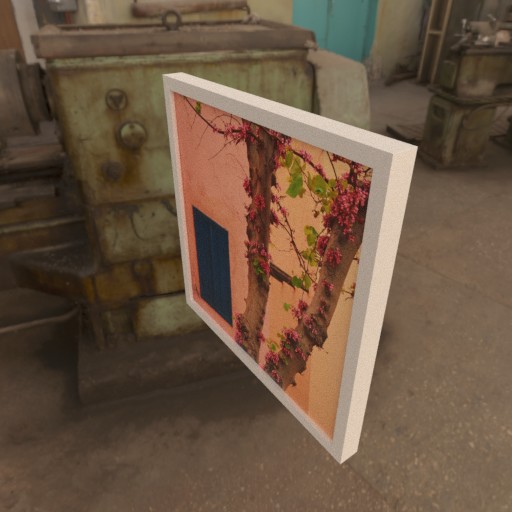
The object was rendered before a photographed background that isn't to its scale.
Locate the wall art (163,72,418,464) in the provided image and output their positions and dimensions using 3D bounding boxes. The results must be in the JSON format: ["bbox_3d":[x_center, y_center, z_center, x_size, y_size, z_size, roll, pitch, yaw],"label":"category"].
[{"bbox_3d":[0.000,0.000,0.750,0.038,0.508,0.507,-21,38,-30],"label":"wall art"}]
